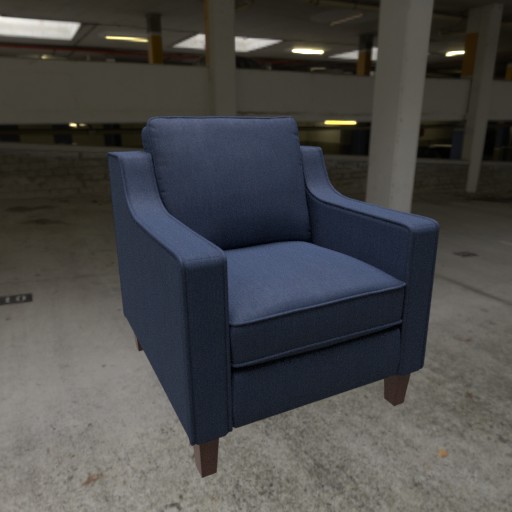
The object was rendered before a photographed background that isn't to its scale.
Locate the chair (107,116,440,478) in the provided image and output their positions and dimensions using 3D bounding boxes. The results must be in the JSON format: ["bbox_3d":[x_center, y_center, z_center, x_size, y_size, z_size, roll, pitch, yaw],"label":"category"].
[{"bbox_3d":[0.000,0.000,1.597,0.831,0.960,0.909,-9,20,-26],"label":"chair"}]
